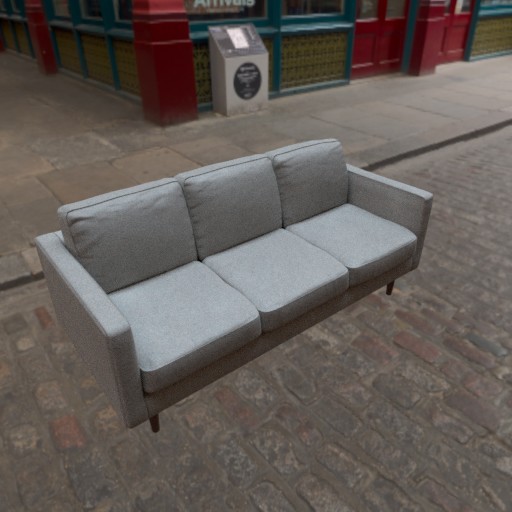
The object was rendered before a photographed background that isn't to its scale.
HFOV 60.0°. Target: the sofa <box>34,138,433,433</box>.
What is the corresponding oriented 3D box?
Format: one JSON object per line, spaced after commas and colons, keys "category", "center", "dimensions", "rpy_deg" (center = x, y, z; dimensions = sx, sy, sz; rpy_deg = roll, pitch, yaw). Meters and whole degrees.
{"category": "sofa", "center": [0.000, 0.000, 2.464], "dimensions": [1.983, 0.918, 0.944], "rpy_deg": [-22, 38, -32]}
